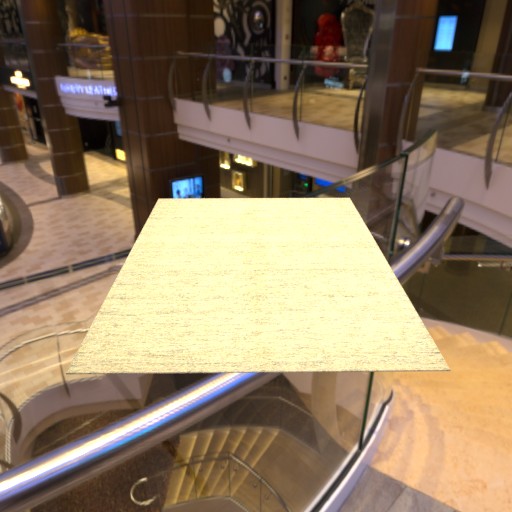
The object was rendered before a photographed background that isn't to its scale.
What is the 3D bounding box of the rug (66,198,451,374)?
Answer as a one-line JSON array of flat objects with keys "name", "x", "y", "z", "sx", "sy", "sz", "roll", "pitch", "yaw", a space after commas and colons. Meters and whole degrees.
[{"name": "rug", "x": 0.000, "y": 0.000, "z": 4.224, "sx": 2.437, "sy": 0.014, "sz": 3.201, "roll": 0, "pitch": 27, "yaw": -1}]
